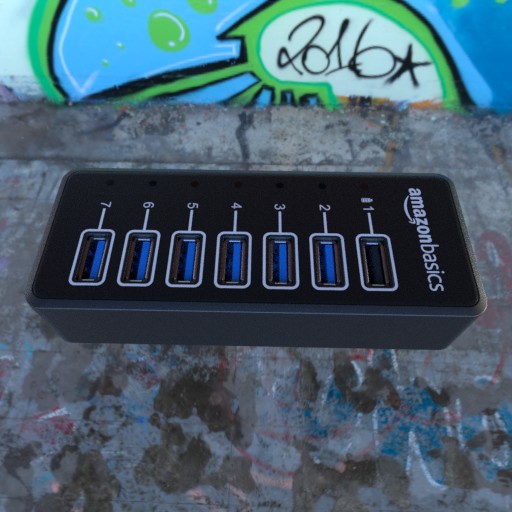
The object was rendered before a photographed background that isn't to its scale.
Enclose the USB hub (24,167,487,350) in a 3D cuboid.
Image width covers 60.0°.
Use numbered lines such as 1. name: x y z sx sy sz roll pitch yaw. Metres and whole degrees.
1. USB hub: 0.000 0.000 0.123 0.110 0.023 0.044 1 58 1
